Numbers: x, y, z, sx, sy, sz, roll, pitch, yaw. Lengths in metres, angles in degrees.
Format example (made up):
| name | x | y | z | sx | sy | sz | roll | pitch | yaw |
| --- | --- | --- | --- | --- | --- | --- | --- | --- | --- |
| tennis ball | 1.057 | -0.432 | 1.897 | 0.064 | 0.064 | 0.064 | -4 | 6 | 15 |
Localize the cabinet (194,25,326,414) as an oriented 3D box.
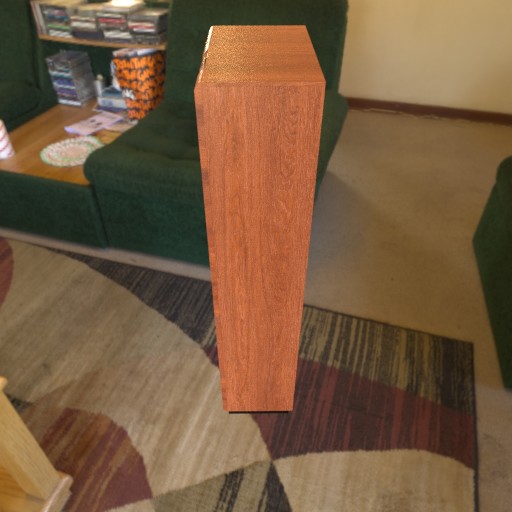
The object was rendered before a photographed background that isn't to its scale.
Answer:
| name | x | y | z | sx | sy | sz | roll | pitch | yaw |
| --- | --- | --- | --- | --- | --- | --- | --- | --- | --- |
| cabinet | 0.000 | 0.000 | 2.254 | 0.420 | 1.980 | 0.660 | 0 | 41 | 0 |
